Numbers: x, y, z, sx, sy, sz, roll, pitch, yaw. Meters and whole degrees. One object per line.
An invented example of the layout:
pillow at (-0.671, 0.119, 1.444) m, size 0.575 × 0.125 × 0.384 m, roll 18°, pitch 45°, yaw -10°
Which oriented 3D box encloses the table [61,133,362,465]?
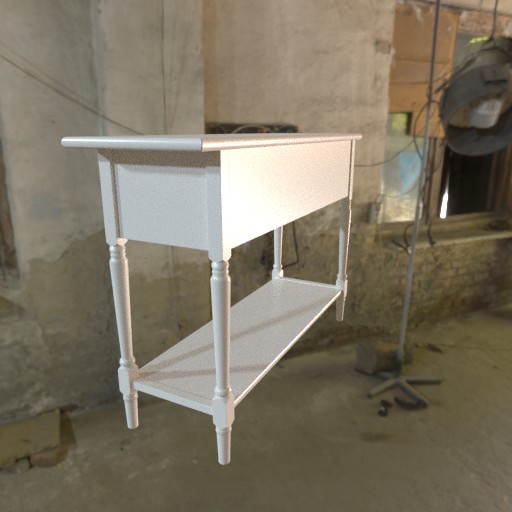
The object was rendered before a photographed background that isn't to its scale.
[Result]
table at (0.000, 0.000, 1.542) m, size 0.386 × 0.814 × 1.191 m, roll 8°, pitch 18°, yaw 26°
